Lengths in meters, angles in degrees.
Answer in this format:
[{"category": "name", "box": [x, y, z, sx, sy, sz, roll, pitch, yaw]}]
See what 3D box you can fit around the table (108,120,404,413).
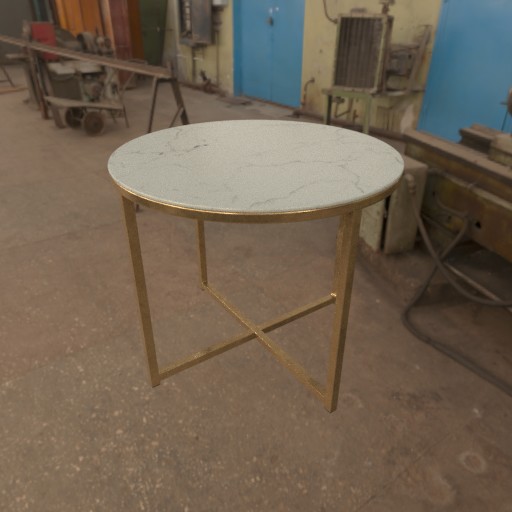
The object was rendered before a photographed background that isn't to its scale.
[{"category": "table", "box": [0.000, 0.000, 0.881, 0.500, 0.420, 0.500, 0, 30, 0]}]
